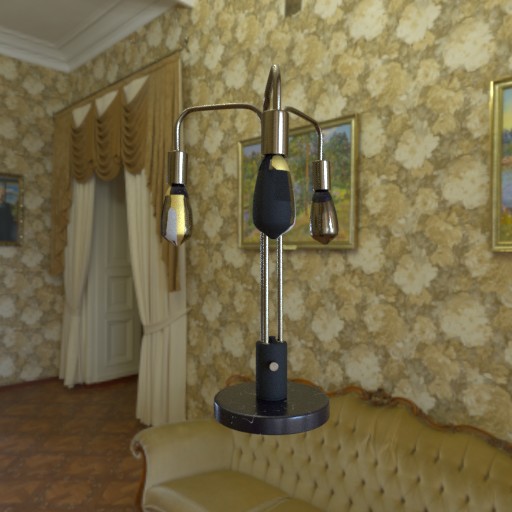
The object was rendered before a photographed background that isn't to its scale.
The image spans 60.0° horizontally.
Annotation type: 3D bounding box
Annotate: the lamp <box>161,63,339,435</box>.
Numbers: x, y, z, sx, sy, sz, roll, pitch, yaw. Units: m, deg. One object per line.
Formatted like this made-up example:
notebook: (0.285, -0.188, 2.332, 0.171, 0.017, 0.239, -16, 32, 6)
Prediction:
lamp: (0.000, 0.000, 0.777, 0.355, 0.560, 0.368, 0, 0, -1)
